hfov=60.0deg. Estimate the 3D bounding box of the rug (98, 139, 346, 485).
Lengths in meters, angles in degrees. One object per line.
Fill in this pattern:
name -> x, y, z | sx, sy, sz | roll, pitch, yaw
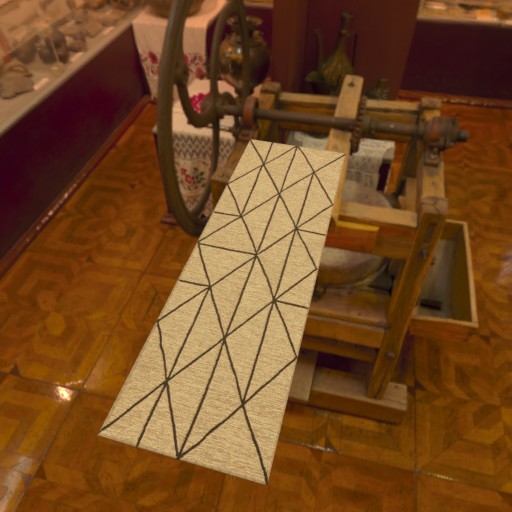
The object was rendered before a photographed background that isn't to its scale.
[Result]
rug -> 0.000, 0.000, 2.668 | 0.762, 0.012, 2.438 | 11, 48, 10
